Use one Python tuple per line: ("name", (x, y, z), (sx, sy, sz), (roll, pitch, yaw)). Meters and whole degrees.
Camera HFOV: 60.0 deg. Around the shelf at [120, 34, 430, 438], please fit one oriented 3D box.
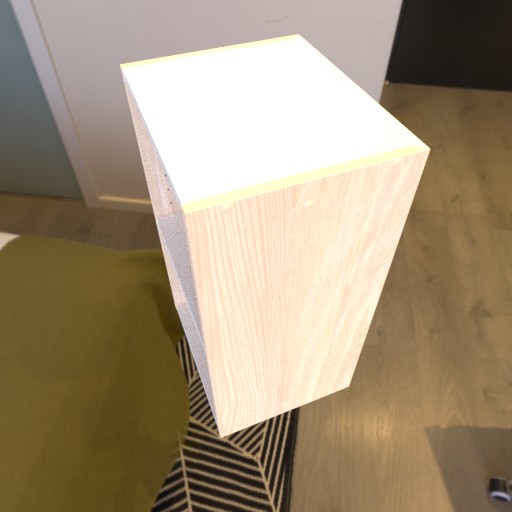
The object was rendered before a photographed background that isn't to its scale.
("shelf", (0.000, 0.000, 0.800), (0.290, 0.600, 0.350), (-17, 50, -15))
